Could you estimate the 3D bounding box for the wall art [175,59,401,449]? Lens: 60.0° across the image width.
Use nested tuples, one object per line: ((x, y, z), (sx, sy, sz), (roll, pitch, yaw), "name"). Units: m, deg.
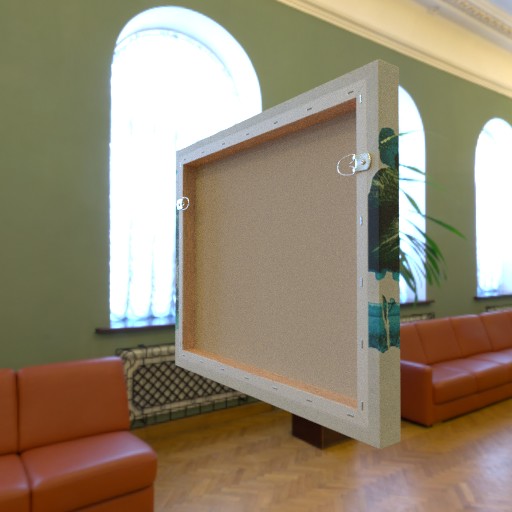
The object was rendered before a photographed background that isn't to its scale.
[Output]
((0.000, 0.000, 0.706), (0.041, 0.435, 0.507), (1, -1, -36), "wall art")
